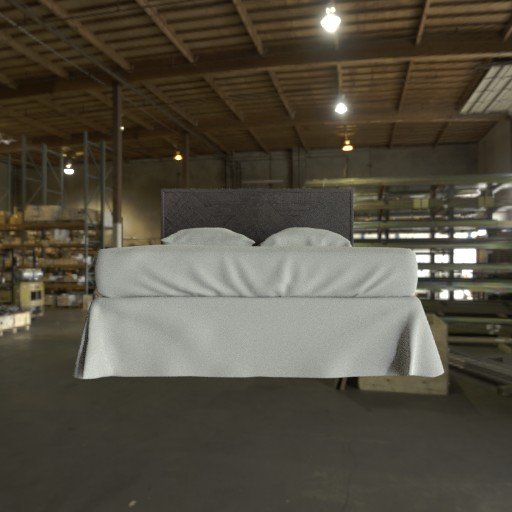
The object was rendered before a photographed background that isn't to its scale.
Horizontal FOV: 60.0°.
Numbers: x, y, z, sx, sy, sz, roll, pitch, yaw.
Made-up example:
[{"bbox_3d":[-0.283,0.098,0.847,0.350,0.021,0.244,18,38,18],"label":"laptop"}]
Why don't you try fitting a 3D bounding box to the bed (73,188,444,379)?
[{"bbox_3d":[0.000,0.000,2.862,1.772,1.142,1.785,0,-1,0],"label":"bed"}]
